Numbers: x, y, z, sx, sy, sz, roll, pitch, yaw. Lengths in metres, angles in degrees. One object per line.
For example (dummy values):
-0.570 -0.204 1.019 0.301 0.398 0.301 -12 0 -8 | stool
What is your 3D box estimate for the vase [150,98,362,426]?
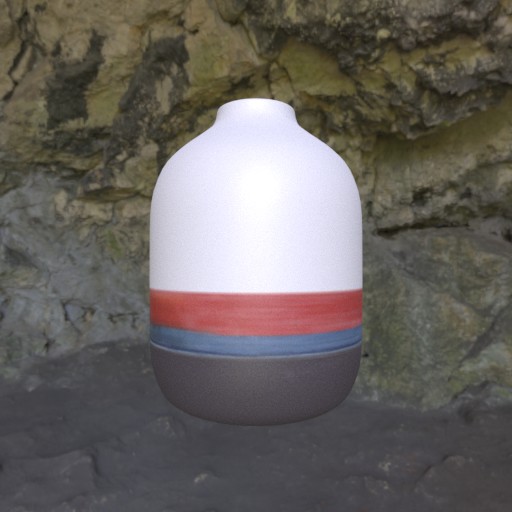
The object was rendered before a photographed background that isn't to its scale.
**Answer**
0.000 0.000 0.363 0.169 0.237 0.169 0 -1 0 | vase
